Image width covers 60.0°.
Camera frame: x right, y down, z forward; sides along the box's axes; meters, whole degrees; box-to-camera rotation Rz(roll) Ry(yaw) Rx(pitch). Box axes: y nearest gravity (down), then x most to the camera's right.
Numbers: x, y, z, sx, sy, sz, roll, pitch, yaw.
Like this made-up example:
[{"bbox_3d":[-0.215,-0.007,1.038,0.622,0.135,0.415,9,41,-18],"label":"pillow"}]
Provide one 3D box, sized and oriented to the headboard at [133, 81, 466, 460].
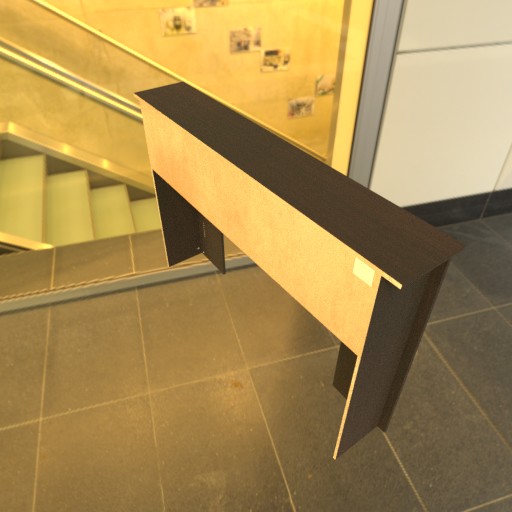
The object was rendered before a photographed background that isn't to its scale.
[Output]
[{"bbox_3d":[0.000,0.000,2.078,0.279,1.092,1.671,-25,46,-27],"label":"headboard"}]
